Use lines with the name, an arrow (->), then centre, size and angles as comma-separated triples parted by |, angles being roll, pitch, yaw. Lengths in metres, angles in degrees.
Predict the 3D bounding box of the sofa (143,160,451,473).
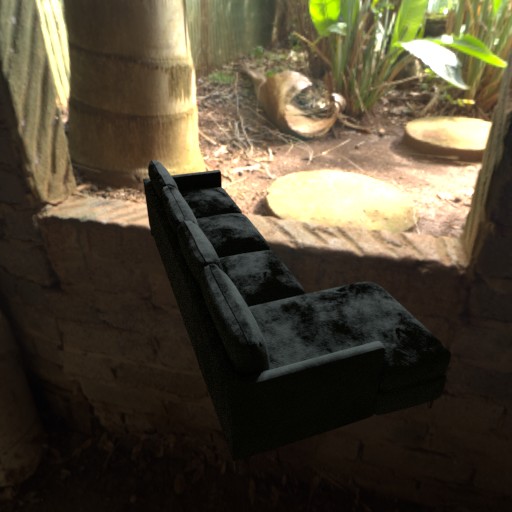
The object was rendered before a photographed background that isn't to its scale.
sofa -> 0.000, 0.000, 4.013 | 1.500, 0.967, 3.400 | -11, 32, -17
